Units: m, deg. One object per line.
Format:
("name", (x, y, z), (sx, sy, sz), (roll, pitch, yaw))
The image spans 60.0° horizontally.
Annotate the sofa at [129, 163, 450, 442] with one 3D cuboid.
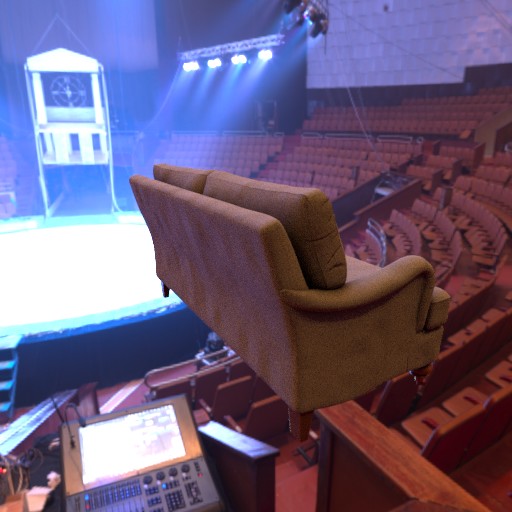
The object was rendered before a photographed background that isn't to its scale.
("sofa", (0.000, 0.000, 2.814), (1.069, 1.096, 2.193), (-8, 17, -27))
